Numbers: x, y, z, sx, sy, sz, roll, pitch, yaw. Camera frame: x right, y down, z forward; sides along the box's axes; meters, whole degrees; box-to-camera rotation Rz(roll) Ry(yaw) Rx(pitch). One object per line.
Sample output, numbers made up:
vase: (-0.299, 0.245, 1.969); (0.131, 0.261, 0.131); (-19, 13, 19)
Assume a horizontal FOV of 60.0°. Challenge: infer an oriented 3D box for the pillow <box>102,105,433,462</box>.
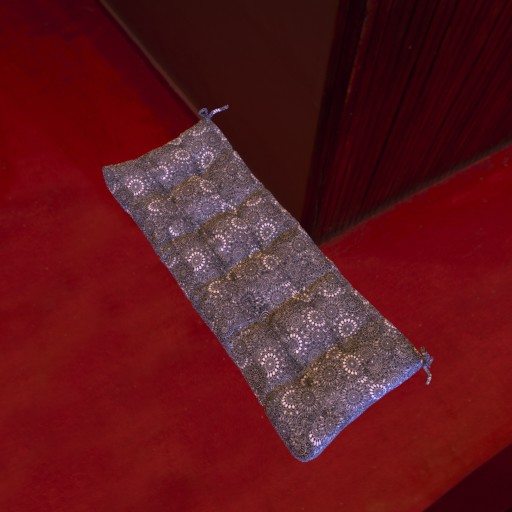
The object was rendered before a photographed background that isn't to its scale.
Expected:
pillow: (0.000, 0.000, 1.391); (0.511, 0.174, 1.194); (-33, 67, -15)
